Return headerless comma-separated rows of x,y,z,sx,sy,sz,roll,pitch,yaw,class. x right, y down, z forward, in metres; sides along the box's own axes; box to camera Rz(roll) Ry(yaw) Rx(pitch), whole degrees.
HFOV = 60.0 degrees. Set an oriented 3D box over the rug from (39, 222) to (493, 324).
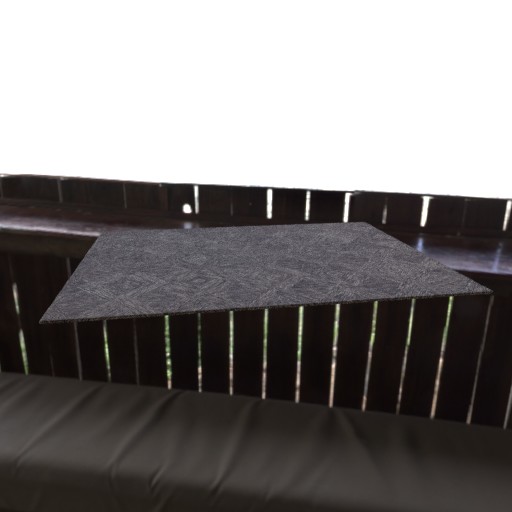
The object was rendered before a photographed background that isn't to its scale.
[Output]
0.000,0.000,4.199,3.204,0.017,2.448,-3,17,-9,rug
